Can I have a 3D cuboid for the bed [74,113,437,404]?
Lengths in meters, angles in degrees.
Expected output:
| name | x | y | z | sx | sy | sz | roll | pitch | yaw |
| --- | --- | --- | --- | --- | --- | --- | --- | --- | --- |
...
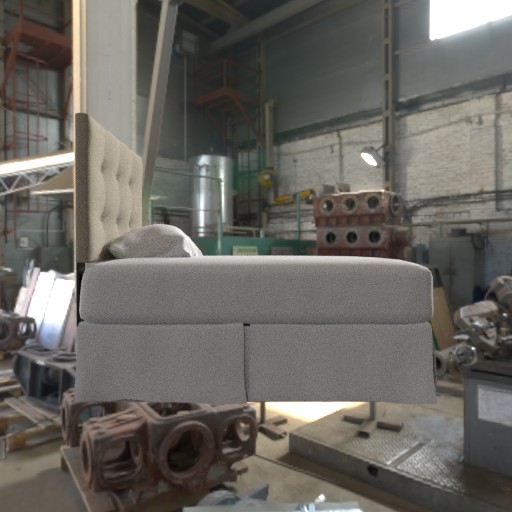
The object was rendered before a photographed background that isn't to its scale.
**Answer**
| name | x | y | z | sx | sy | sz | roll | pitch | yaw |
| --- | --- | --- | --- | --- | --- | --- | --- | --- | --- |
| bed | 0.000 | 0.000 | 2.960 | 1.997 | 1.571 | 1.261 | 0 | 1 | 0 |
